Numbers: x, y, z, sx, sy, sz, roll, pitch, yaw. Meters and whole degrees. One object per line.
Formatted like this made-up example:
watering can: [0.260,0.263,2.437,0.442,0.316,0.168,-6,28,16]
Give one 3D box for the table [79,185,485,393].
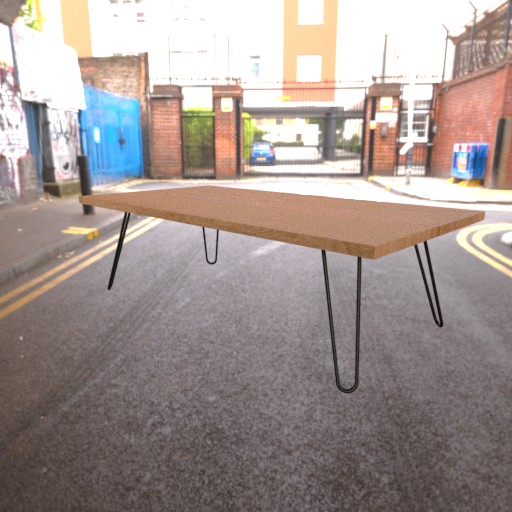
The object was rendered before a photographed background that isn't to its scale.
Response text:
table: [0.000,0.000,1.662,1.348,0.400,0.699,13,19,42]
